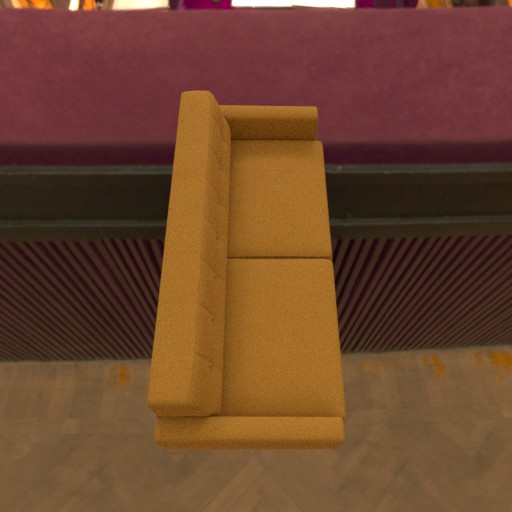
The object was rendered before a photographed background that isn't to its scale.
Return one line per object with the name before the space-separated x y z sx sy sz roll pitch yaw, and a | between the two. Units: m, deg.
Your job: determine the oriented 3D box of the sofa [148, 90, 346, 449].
sofa | 0.000 0.000 2.558 0.909 0.841 2.029 0 63 0
